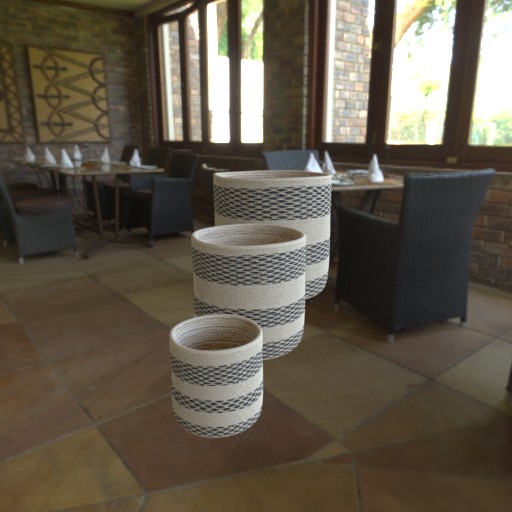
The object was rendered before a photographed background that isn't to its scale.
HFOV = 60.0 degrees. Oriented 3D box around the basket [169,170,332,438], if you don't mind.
[{"bbox_3d":[0.000,0.000,1.079,0.351,0.356,0.917,3,15,9],"label":"basket"}]
